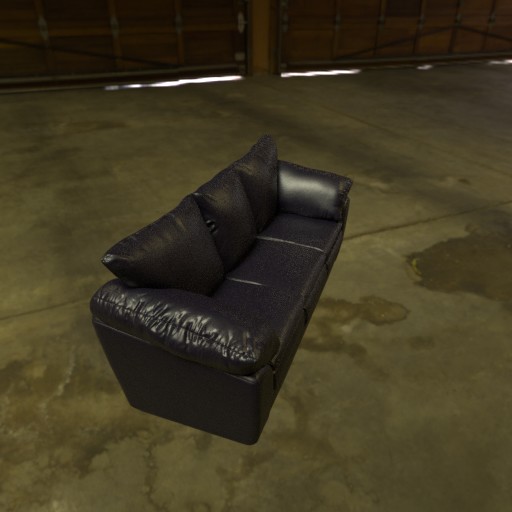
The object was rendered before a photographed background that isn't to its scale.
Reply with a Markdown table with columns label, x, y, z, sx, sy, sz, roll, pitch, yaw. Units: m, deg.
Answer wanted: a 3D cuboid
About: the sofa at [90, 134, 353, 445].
| label | x | y | z | sx | sy | sz | roll | pitch | yaw |
| --- | --- | --- | --- | --- | --- | --- | --- | --- | --- |
| sofa | 0.000 | 0.000 | 2.954 | 0.880 | 1.073 | 2.336 | 11 | 32 | 18 |
